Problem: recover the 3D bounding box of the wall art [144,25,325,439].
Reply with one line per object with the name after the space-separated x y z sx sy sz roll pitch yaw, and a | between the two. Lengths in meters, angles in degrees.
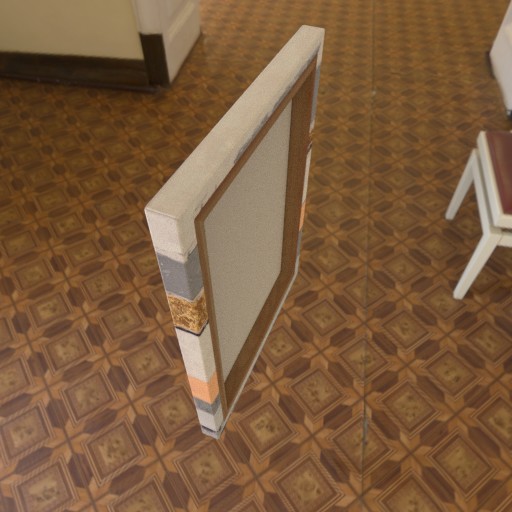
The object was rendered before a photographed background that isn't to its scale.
0.000 0.000 0.783 0.038 0.609 0.456 18 52 15 | wall art
